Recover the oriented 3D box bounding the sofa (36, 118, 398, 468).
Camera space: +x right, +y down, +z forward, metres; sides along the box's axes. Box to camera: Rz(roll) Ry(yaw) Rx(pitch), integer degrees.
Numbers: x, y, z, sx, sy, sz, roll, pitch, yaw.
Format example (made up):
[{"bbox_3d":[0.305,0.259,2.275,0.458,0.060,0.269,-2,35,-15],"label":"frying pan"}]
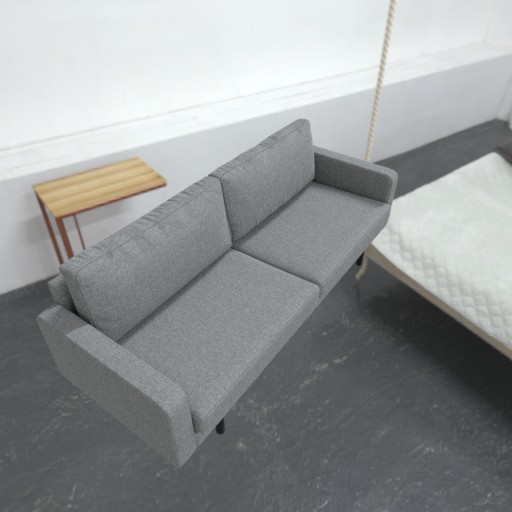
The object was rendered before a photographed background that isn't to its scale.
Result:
[{"bbox_3d":[0.000,0.000,2.586,0.880,0.880,2.200,25,46,27],"label":"sofa"}]
